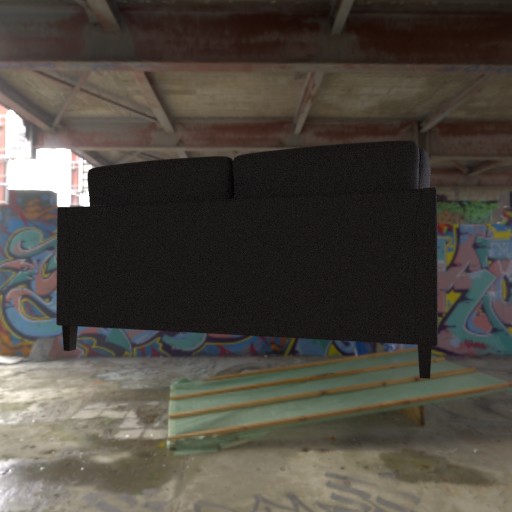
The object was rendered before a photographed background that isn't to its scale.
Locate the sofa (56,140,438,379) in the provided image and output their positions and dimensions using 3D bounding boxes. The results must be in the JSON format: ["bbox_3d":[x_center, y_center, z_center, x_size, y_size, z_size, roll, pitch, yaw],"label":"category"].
[{"bbox_3d":[0.000,0.000,2.313,1.751,0.920,0.969,0,-1,19],"label":"sofa"}]
